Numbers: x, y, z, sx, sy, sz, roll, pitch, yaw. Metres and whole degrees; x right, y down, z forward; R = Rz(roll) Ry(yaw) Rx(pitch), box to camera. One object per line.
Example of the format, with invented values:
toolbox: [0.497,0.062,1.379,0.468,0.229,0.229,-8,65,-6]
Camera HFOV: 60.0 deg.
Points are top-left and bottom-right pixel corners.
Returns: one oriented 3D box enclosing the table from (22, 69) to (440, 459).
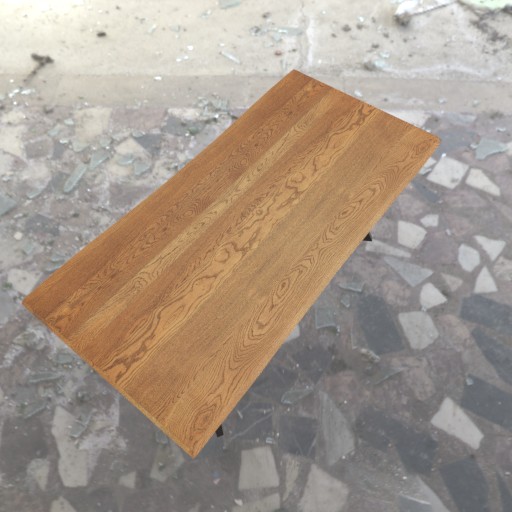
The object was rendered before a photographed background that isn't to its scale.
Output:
table: [0.000,0.000,2.237,0.900,0.770,1.800,33,64,19]
